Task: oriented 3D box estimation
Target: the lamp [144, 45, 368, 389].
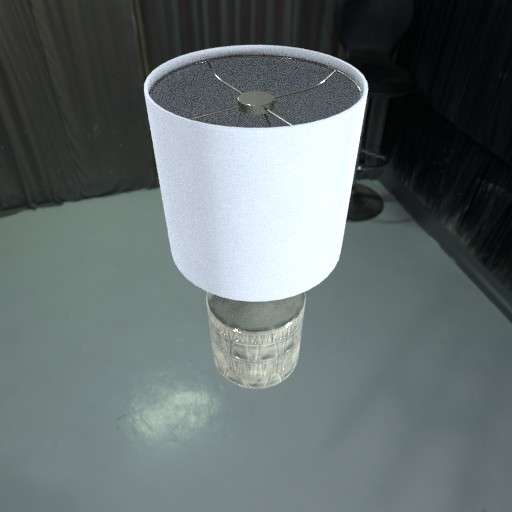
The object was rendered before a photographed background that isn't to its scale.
[{"bbox_3d":[0.000,0.000,0.576,0.211,0.455,0.211,-13,43,-14],"label":"lamp"}]
